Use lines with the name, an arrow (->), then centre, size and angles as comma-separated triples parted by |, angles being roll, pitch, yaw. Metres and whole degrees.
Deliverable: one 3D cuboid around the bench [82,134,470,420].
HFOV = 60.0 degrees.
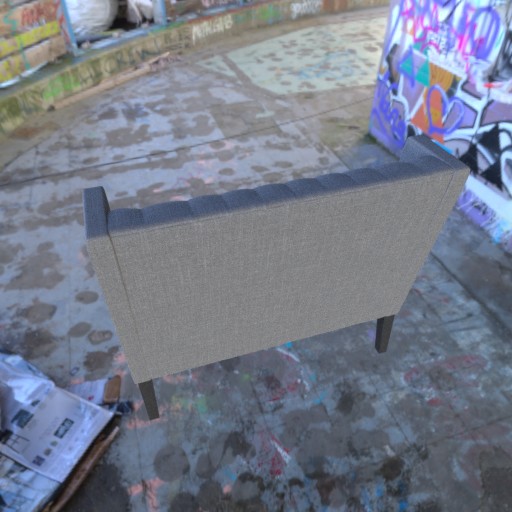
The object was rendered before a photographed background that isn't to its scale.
bench -> 0.000, 0.000, 2.002 | 1.276, 1.121, 0.842 | -12, 42, -14
